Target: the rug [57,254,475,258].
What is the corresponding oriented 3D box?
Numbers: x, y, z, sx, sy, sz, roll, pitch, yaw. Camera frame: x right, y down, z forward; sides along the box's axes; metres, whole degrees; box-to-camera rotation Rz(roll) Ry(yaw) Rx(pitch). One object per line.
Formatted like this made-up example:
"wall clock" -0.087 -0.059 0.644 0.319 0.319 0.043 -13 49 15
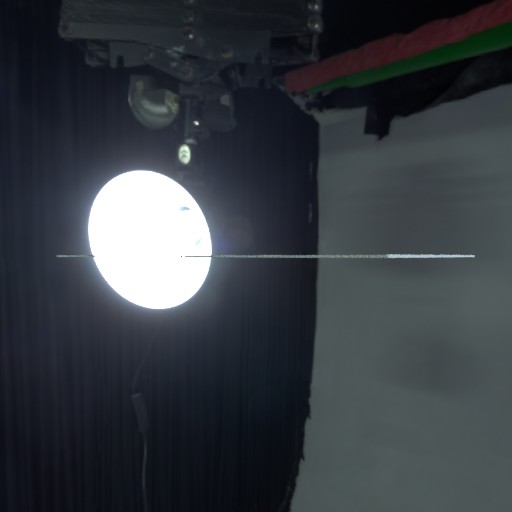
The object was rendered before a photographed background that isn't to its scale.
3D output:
"rug" 0.000 0.000 3.034 2.438 0.015 1.518 0 0 37
